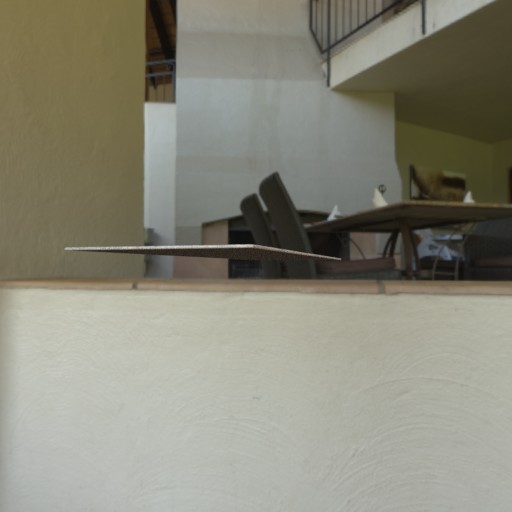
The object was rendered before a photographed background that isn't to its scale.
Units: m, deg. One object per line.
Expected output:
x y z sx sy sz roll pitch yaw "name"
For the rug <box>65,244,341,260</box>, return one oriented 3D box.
0.000 0.000 2.715 0.750 0.011 2.435 0 -2 17 "rug"
